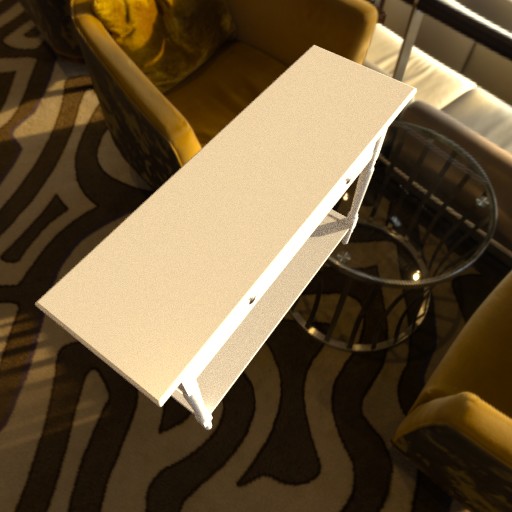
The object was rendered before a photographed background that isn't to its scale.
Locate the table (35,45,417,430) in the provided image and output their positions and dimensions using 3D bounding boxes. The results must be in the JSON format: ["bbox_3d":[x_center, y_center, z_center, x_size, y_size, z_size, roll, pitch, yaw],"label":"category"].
[{"bbox_3d":[0.000,0.000,1.543,0.386,0.814,1.191,32,64,18],"label":"table"}]
